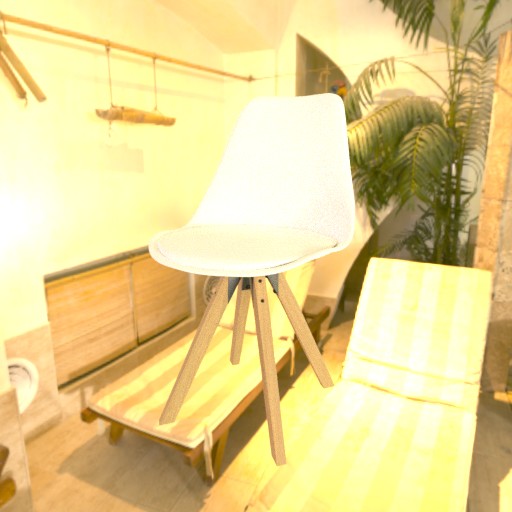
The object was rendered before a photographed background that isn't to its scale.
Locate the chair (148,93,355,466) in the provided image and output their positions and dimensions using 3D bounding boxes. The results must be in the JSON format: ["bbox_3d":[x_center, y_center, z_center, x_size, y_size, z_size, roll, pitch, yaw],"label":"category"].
[{"bbox_3d":[0.000,0.000,1.172,0.485,0.849,0.550,7,16,26],"label":"chair"}]
